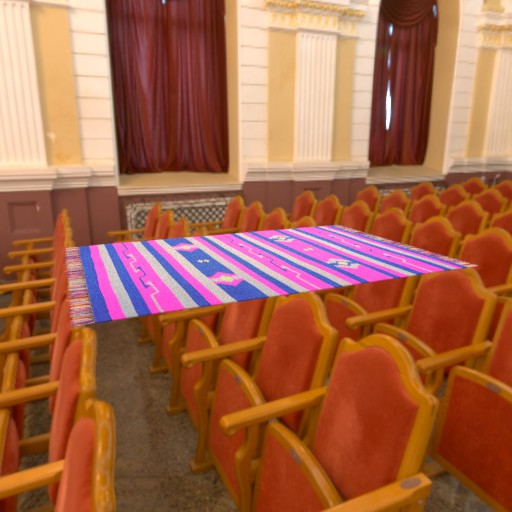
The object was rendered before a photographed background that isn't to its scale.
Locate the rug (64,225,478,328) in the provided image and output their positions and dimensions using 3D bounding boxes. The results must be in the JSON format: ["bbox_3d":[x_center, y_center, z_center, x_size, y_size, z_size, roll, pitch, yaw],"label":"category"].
[{"bbox_3d":[0.000,0.000,2.950,2.350,0.013,1.539,-6,16,-23],"label":"rug"}]
